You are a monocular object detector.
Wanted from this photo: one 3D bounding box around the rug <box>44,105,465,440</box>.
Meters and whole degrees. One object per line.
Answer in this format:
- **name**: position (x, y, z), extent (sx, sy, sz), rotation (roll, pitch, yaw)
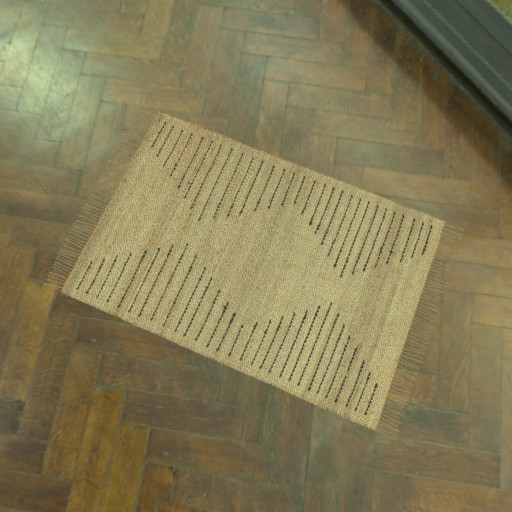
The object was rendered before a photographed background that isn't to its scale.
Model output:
- **rug**: position (0.000, 0.000, 2.487), extent (2.085, 0.027, 1.224), rotation (22, 77, 5)
